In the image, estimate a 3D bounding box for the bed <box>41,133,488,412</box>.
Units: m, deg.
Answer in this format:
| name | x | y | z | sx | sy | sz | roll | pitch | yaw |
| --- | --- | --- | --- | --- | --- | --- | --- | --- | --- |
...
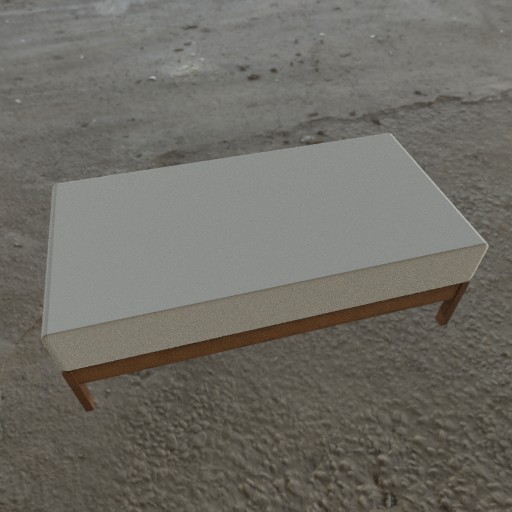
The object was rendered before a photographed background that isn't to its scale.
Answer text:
| name | x | y | z | sx | sy | sz | roll | pitch | yaw |
| --- | --- | --- | --- | --- | --- | --- | --- | --- | --- |
| bed | 0.000 | 0.000 | 2.327 | 1.902 | 0.616 | 0.961 | -11 | 48 | -10 |
